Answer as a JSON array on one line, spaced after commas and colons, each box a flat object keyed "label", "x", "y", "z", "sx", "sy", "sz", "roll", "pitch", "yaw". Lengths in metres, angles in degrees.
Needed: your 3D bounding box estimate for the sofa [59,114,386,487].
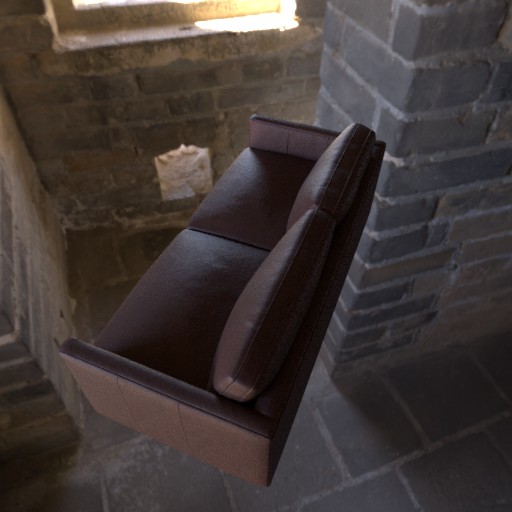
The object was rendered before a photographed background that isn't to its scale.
[{"label": "sofa", "x": 0.000, "y": 0.000, "z": 2.377, "sx": 0.923, "sy": 0.863, "sz": 1.971, "roll": 17, "pitch": 49, "yaw": 15}]
